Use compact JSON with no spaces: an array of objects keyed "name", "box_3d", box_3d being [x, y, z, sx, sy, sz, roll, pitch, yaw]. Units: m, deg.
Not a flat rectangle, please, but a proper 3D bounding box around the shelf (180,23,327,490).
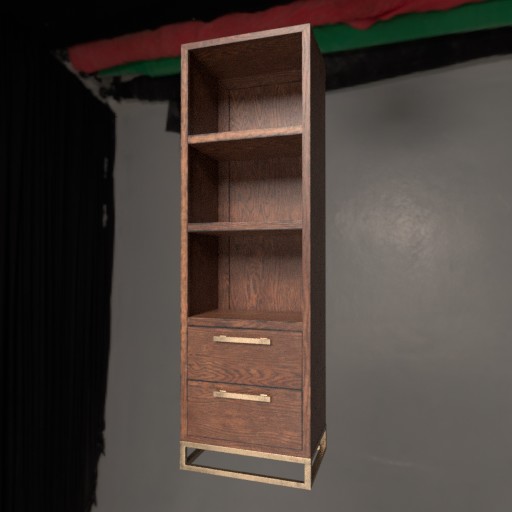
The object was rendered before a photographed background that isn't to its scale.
[{"name":"shelf","box_3d":[0.000,0.000,1.892,0.539,1.732,0.395,0,-1,18]}]
